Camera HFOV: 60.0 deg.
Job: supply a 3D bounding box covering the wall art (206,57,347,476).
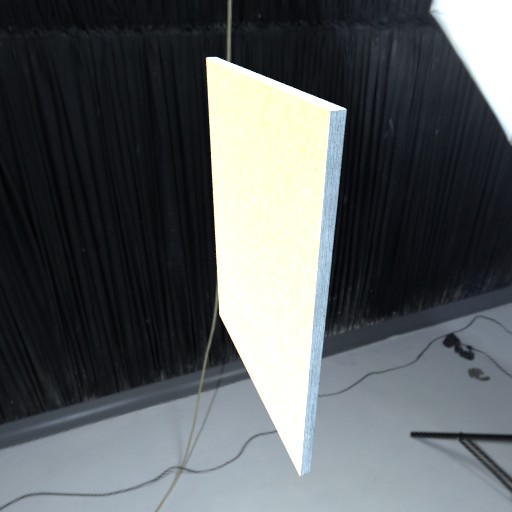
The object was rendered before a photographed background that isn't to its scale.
[{"bbox_3d":[0.000,0.000,0.806,0.020,0.613,0.481,-11,32,-18],"label":"wall art"}]
